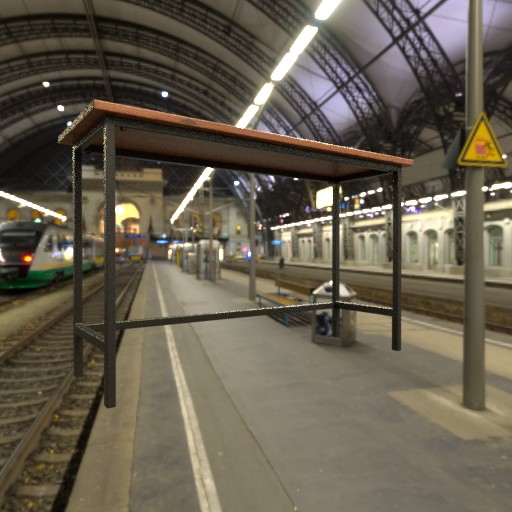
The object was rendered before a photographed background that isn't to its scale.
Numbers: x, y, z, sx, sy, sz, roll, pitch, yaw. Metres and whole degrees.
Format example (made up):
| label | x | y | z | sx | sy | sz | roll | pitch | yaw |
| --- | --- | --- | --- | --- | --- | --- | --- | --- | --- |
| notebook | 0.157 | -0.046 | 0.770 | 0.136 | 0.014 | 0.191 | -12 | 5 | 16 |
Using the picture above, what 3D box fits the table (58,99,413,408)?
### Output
| label | x | y | z | sx | sy | sz | roll | pitch | yaw |
| --- | --- | --- | --- | --- | --- | --- | --- | --- | --- |
| table | 0.000 | 0.000 | 1.546 | 1.204 | 0.740 | 0.408 | 0 | 1 | -35 |
